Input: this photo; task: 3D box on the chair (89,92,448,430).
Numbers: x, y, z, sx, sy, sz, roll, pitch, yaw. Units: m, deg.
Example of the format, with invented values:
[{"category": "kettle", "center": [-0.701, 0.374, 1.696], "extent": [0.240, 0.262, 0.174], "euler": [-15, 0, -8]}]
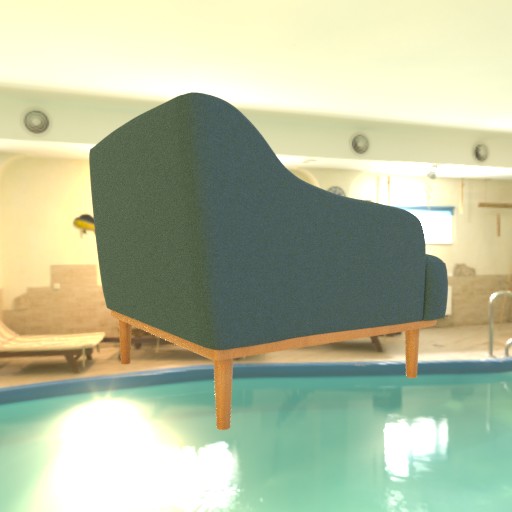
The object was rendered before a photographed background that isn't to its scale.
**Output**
[{"category": "chair", "center": [0.000, 0.000, 1.580], "extent": [0.951, 0.818, 0.946], "euler": [-1, 2, -36]}]
